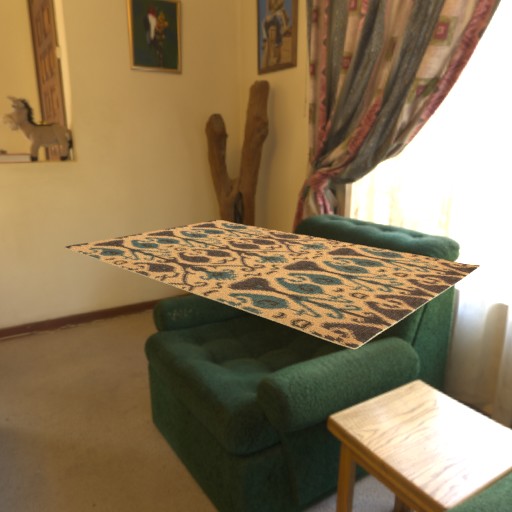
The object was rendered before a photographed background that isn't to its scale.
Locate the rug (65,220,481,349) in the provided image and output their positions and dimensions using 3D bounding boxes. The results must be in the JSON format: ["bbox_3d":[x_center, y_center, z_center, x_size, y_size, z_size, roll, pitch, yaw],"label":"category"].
[{"bbox_3d":[0.000,0.000,2.113,1.698,0.013,1.072,13,20,41],"label":"rug"}]
